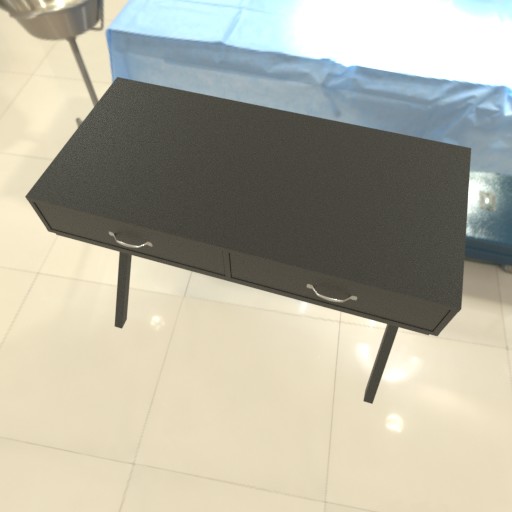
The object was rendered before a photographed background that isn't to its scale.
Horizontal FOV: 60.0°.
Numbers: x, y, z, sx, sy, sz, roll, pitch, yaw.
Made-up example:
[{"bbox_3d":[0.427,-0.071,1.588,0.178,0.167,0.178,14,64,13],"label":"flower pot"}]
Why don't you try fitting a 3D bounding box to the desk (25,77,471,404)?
[{"bbox_3d":[0.000,0.000,1.474,1.057,0.780,0.525,14,58,9],"label":"desk"}]
